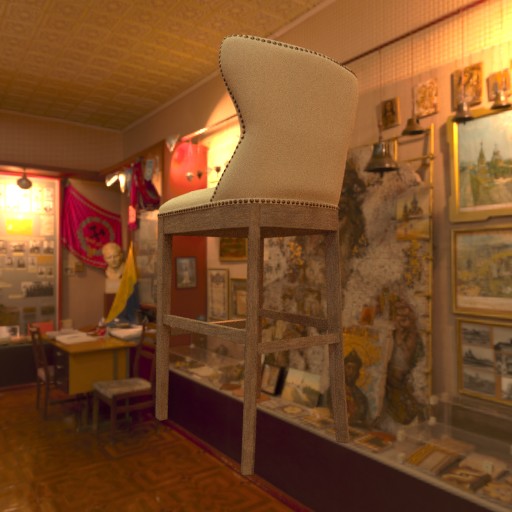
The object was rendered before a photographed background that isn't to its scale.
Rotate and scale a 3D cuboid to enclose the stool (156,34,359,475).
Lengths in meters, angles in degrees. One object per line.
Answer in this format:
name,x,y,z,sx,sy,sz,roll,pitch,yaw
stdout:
stool,0.000,0.000,1.419,0.494,1.123,0.606,1,-1,-35
